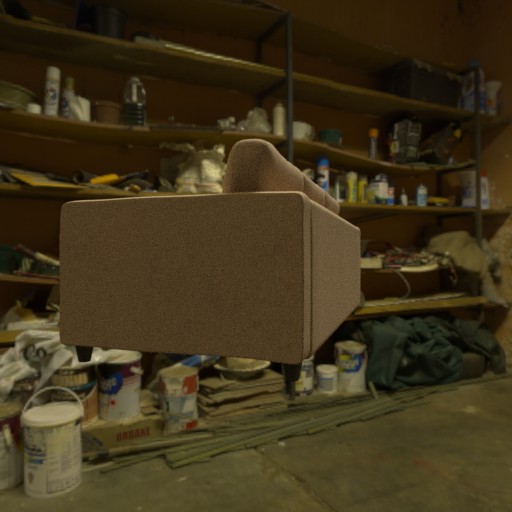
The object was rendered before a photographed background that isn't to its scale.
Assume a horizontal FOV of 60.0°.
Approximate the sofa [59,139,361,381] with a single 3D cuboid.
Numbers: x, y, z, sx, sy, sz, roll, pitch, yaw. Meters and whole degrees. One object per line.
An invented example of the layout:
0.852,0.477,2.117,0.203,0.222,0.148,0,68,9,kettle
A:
0.000,0.000,2.360,0.930,0.800,1.855,0,0,18,sofa
